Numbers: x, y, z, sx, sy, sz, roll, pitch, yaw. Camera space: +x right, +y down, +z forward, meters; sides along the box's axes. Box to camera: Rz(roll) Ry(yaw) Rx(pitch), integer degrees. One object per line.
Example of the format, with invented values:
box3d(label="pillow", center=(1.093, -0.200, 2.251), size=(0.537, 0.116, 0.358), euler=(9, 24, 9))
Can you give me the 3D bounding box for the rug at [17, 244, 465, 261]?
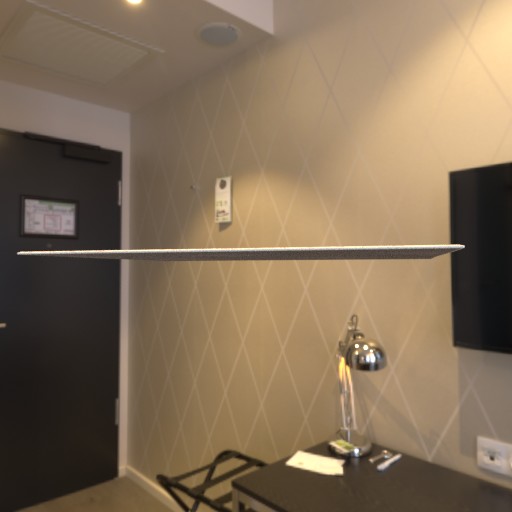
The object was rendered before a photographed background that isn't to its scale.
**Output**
box3d(label="rug", center=(0.000, 0.000, 2.818), size=(2.202, 0.014, 1.598), euler=(-1, -2, 17))
